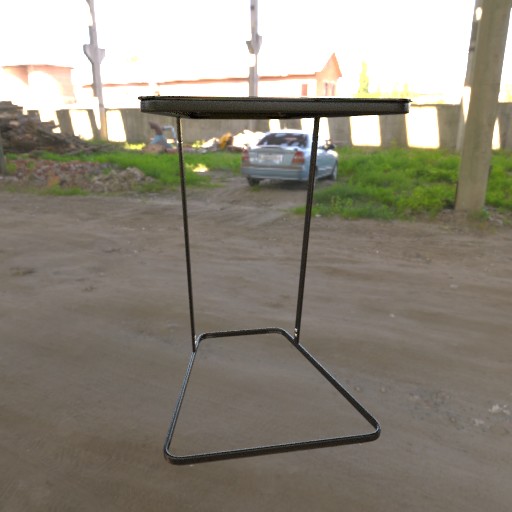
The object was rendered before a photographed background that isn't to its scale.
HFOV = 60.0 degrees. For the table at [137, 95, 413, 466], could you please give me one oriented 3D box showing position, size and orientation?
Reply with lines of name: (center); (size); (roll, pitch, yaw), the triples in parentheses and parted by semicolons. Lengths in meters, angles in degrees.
table: (0.000, 0.000, 0.968); (0.427, 0.624, 0.500); (-3, 16, -10)
